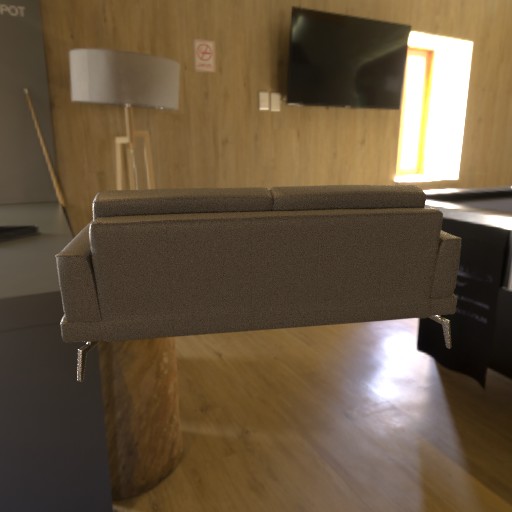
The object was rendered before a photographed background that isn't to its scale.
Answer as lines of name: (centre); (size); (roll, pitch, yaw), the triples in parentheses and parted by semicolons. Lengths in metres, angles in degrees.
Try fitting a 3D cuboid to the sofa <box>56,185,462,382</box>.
sofa: (0.000, 0.000, 2.780); (2.177, 0.930, 1.121); (-3, 15, -10)
